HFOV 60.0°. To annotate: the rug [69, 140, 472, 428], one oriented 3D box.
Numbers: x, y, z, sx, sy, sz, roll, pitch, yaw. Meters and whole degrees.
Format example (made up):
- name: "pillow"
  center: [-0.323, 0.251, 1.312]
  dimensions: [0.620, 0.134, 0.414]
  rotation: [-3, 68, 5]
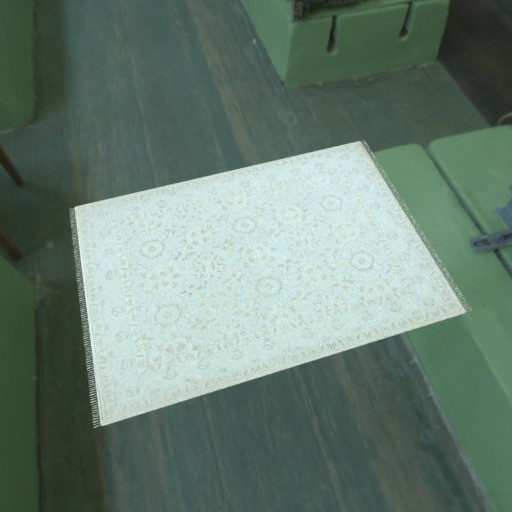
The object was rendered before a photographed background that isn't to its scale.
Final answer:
- name: "rug"
  center: [0.000, 0.000, 2.854]
  dimensions: [2.233, 0.011, 1.514]
  rotation: [-15, 59, -9]
